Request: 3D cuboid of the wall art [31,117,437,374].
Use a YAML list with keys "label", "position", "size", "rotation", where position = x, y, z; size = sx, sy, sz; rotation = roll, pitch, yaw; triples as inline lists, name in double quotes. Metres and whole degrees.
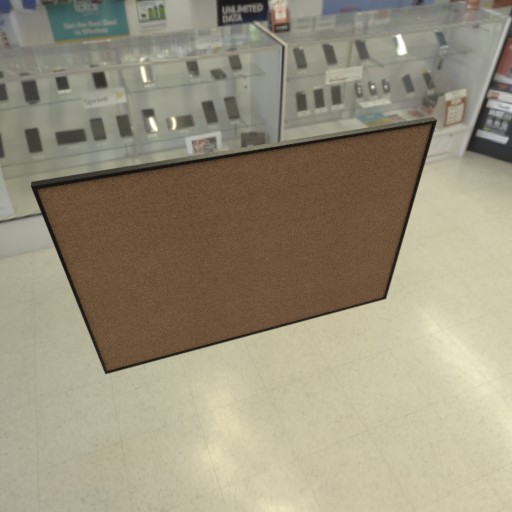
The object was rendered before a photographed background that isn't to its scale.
- label: "wall art"
  position: [0.000, 0.000, 1.228]
  size: [0.957, 0.660, 0.019]
  rotation: [-13, 43, -14]
